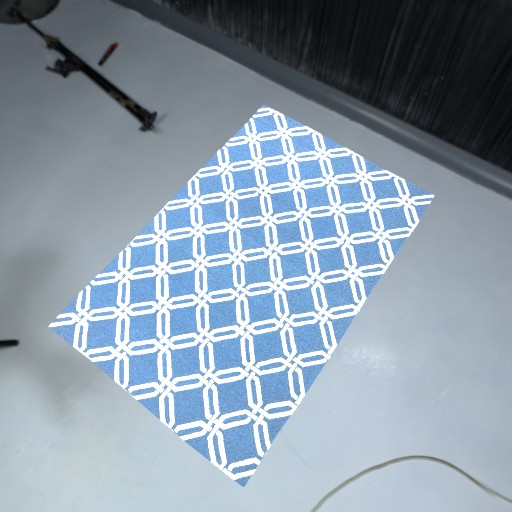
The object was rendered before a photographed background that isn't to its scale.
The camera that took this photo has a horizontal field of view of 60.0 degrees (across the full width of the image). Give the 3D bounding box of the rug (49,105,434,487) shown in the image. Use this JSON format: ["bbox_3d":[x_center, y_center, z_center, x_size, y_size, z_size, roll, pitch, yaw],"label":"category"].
[{"bbox_3d":[0.000,0.000,2.243,1.153,0.010,1.755,33,68,15],"label":"rug"}]
